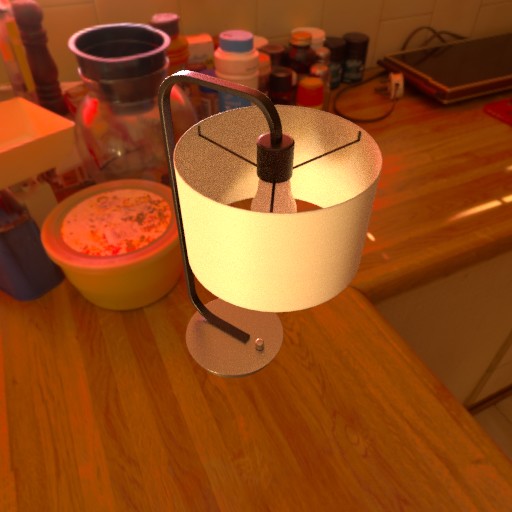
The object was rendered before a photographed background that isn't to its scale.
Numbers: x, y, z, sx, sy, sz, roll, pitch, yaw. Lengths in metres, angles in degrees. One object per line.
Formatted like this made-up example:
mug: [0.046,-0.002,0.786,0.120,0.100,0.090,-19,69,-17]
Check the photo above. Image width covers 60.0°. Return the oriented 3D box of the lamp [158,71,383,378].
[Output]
lamp: [0.000,0.000,0.629,0.288,0.473,0.230,25,49,24]
